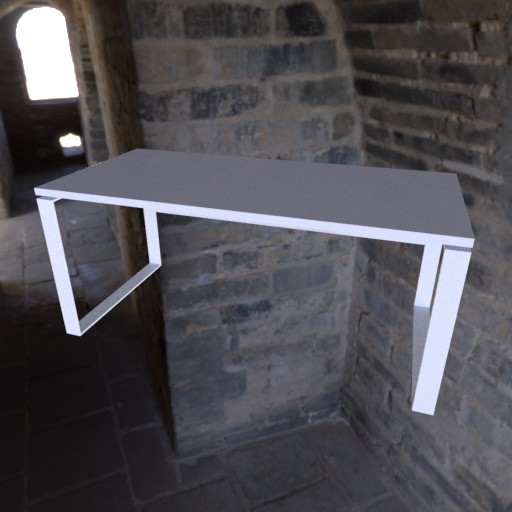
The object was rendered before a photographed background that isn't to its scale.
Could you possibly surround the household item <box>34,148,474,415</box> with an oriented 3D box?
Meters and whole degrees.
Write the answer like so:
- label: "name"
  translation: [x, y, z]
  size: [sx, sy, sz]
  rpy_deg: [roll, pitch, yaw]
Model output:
- label: "household item"
  translation: [0.000, 0.000, 2.127]
  size: [1.700, 0.745, 0.800]
  rpy_deg: [8, 27, 16]
